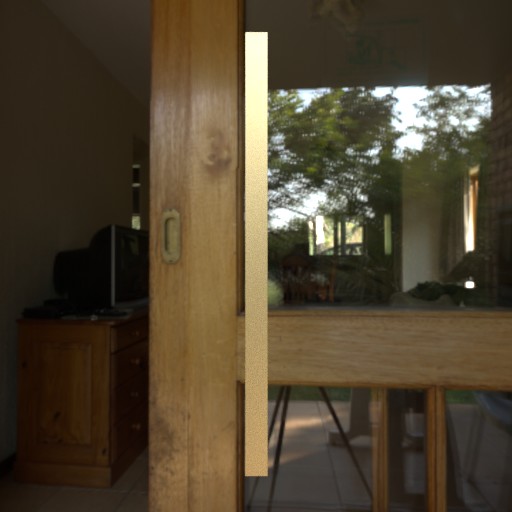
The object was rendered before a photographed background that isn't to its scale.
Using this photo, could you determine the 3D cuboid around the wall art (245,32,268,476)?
[{"bbox_3d":[0.000,0.000,1.142,0.038,0.762,0.762,0,-1,0],"label":"wall art"}]
